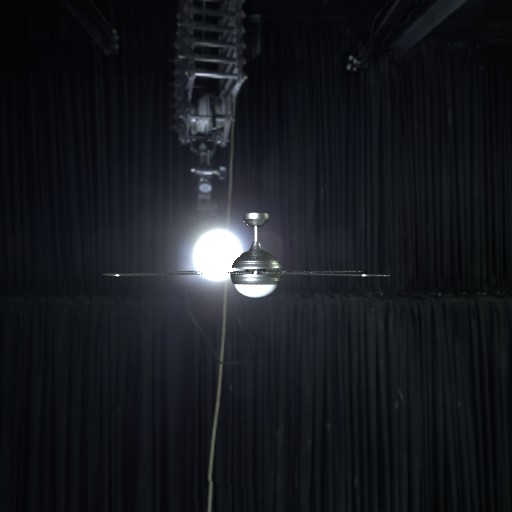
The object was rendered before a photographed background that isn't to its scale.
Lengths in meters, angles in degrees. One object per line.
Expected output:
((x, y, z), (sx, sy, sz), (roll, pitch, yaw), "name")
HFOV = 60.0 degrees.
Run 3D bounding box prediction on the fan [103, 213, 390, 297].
((0.000, 0.000, 2.044), (1.321, 0.381, 1.321), (0, -1, -17), "fan")
